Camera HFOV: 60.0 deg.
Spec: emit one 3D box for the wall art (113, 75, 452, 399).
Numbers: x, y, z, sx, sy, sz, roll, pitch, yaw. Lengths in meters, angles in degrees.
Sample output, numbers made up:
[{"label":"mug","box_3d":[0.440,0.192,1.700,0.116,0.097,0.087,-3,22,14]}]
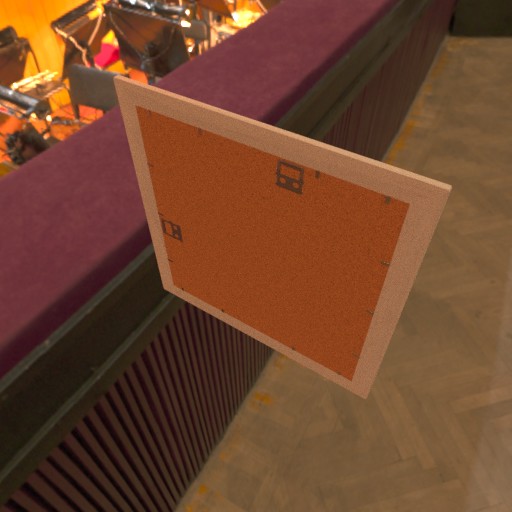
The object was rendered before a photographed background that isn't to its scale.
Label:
[{"label":"wall art","box_3d":[0.000,0.000,0.879,0.584,0.584,0.013,25,52,22]}]
